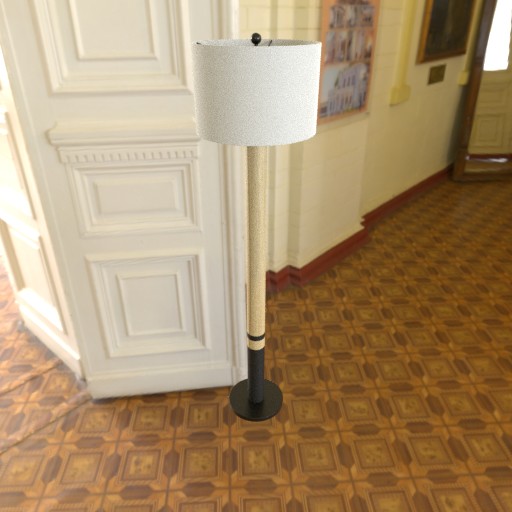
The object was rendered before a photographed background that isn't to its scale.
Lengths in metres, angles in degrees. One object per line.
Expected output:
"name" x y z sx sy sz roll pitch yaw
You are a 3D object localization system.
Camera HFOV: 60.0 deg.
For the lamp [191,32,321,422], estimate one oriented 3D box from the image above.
"lamp" 0.000 0.000 1.642 0.381 1.478 0.381 -2 29 -3
